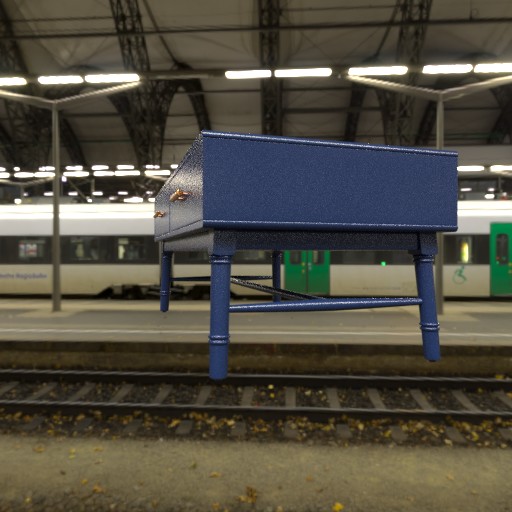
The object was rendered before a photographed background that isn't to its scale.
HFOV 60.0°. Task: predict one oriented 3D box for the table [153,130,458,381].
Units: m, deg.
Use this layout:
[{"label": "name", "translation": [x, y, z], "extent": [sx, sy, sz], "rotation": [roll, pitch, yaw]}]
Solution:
[{"label": "table", "translation": [0.000, 0.000, 1.370], "extent": [0.572, 0.457, 1.067], "rotation": [0, 0, -17]}]
